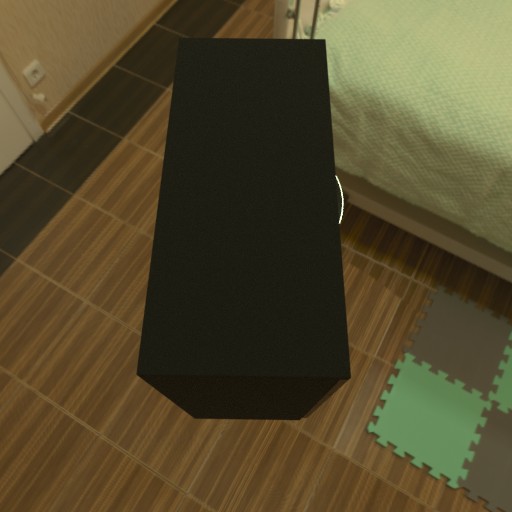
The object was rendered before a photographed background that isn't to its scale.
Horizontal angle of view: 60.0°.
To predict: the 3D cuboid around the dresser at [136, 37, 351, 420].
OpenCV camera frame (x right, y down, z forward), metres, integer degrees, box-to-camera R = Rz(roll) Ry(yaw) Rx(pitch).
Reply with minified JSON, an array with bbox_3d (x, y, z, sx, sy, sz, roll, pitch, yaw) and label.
[{"bbox_3d":[0.000,0.000,1.169,0.360,0.720,0.750,1,65,0],"label":"dresser"}]
